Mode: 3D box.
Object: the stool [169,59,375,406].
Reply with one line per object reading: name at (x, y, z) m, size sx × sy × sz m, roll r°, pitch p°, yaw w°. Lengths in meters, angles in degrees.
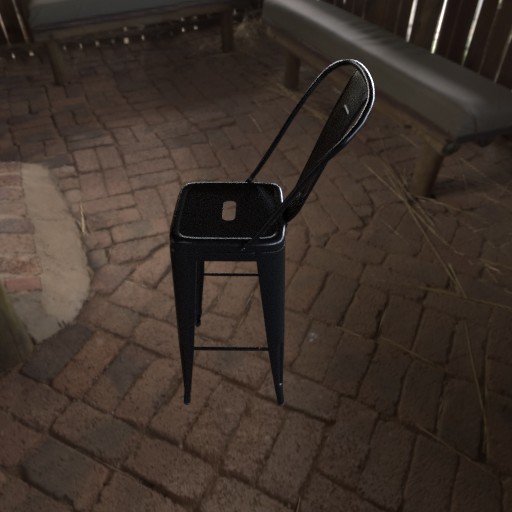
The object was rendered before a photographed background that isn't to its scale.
stool at (0.000, 0.000, 1.354) m, size 0.513 × 1.096 × 0.399 m, roll 0°, pitch 42°, yaw 0°
